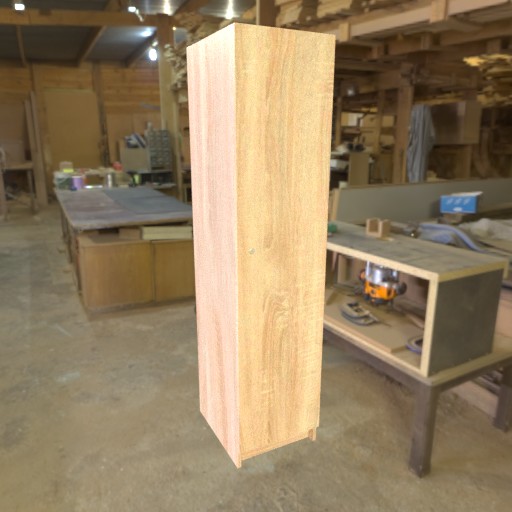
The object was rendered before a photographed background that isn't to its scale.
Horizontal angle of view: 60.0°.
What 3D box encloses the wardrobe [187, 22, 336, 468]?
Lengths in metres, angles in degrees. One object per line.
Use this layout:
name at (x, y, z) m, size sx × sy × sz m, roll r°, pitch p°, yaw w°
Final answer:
wardrobe at (0.000, 0.000, 2.391) m, size 0.496 × 2.117 × 0.588 m, roll -8°, pitch 17°, yaw -26°
